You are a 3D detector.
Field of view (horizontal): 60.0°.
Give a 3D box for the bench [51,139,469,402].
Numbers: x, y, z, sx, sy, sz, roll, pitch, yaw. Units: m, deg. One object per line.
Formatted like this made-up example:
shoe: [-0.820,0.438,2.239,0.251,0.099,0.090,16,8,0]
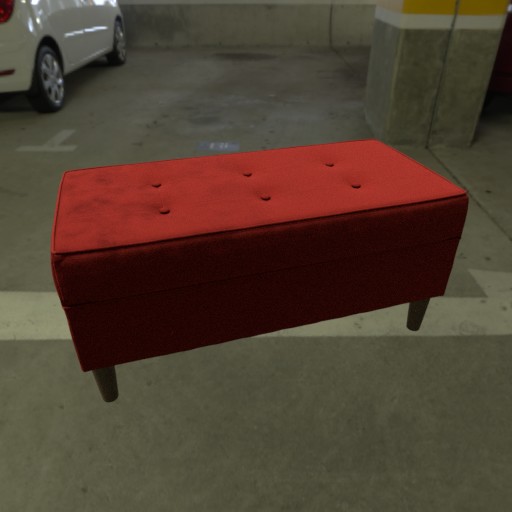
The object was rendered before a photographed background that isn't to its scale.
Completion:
bench: [0.000,0.000,1.299,1.016,0.471,0.492,-9,33,-15]
